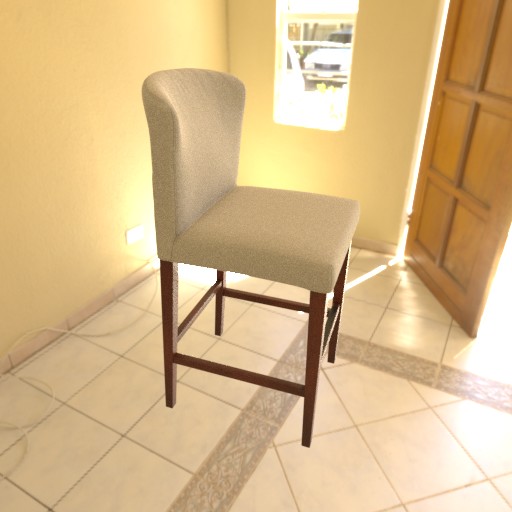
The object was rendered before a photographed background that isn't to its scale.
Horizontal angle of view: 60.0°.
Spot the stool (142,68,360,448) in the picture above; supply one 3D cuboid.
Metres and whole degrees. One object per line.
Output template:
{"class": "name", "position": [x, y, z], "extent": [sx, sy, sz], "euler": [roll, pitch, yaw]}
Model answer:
{"class": "stool", "position": [0.000, 0.000, 1.396], "extent": [0.568, 1.069, 0.479], "euler": [10, 30, 17]}
